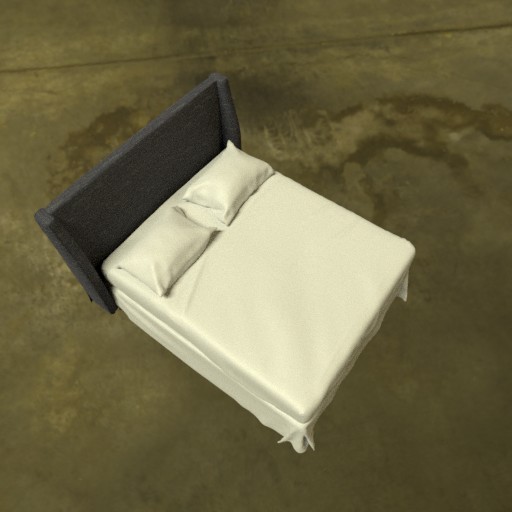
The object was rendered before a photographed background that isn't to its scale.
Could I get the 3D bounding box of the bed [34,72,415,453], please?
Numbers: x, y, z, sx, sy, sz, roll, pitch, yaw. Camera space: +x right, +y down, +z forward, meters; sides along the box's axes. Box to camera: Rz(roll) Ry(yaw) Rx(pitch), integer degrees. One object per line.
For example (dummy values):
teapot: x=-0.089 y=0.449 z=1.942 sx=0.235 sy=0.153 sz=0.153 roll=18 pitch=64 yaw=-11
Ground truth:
bed: x=0.000 y=0.000 z=3.500 sx=2.276 sy=1.332 sz=1.925 roll=32 pitch=63 yaw=19
